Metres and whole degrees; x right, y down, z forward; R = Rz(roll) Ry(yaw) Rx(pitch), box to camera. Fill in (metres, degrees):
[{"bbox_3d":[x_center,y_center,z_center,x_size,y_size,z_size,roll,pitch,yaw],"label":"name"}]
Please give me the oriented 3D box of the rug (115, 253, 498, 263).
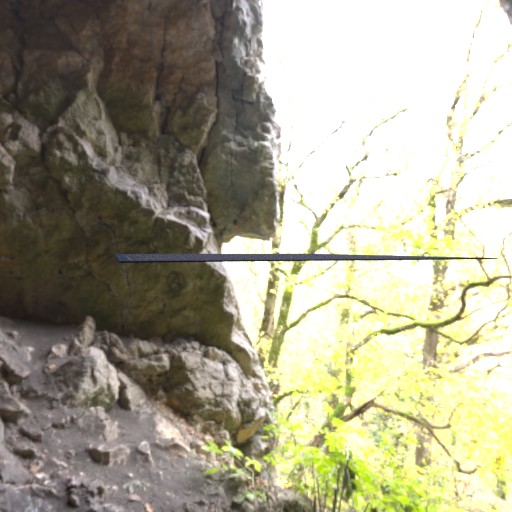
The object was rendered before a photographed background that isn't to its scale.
[{"bbox_3d":[0.000,0.000,4.039,2.438,0.010,3.048,0,1,-18],"label":"rug"}]
